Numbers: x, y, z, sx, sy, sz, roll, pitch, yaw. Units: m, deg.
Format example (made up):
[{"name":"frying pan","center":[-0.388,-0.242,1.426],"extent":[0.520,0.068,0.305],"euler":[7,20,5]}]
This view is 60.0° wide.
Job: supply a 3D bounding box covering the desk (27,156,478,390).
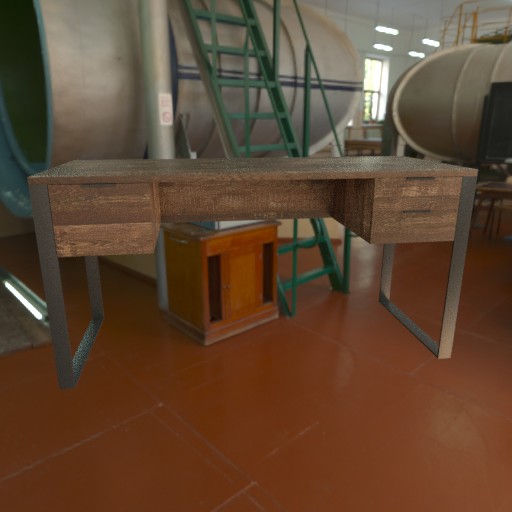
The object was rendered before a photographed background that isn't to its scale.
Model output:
[{"name":"desk","center":[0.000,0.000,1.875],"extent":[1.524,0.762,0.599],"euler":[-3,17,-8]}]
